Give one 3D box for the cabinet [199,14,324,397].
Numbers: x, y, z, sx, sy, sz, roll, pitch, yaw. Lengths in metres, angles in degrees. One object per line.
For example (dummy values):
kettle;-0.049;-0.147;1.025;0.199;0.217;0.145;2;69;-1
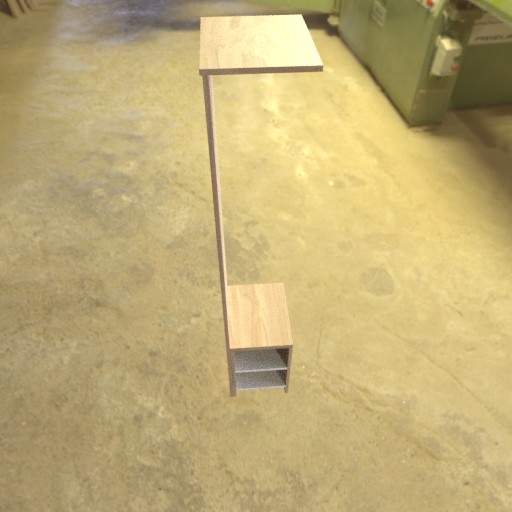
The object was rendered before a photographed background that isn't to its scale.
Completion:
cabinet;0.000;0.000;2.011;0.338;1.879;0.411;-3;46;-3
